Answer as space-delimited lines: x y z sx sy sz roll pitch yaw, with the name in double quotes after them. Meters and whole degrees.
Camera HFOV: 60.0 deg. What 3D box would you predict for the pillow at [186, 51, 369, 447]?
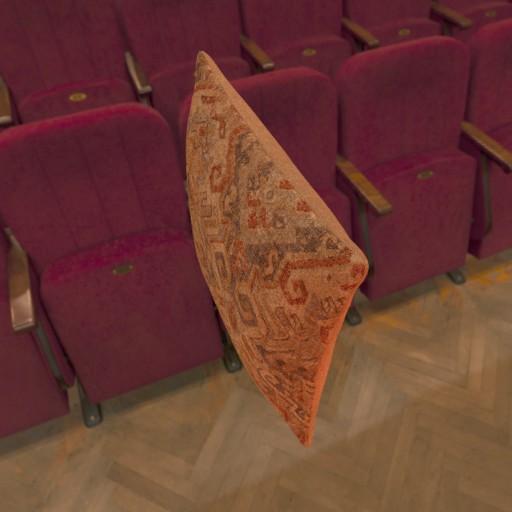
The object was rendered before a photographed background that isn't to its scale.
0.000 0.000 0.769 0.166 0.506 0.523 -17 50 -15 "pillow"
